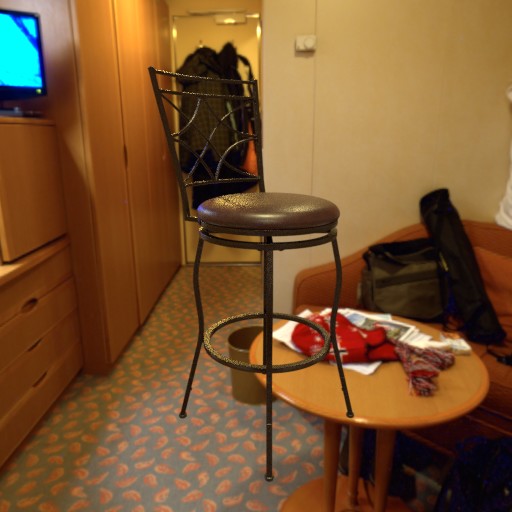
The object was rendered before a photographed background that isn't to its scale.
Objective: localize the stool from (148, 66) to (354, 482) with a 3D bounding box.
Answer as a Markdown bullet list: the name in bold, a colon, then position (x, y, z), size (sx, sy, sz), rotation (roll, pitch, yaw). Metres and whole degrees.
- **stool**: position (0.000, 0.000, 1.408), size (0.534, 1.117, 0.434), rotation (15, 21, 43)
